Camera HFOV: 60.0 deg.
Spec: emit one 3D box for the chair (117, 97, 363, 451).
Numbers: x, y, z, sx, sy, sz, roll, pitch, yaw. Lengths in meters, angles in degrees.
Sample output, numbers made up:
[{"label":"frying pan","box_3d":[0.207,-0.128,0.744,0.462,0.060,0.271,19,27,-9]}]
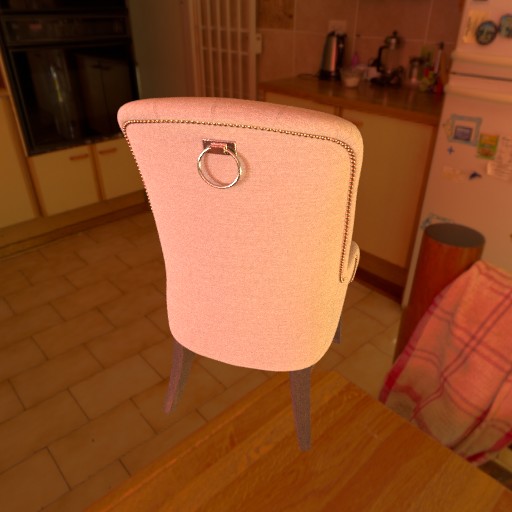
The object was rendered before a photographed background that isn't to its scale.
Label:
[{"label":"chair","box_3d":[0.000,0.000,1.456,0.634,1.091,0.629,9,32,15]}]
